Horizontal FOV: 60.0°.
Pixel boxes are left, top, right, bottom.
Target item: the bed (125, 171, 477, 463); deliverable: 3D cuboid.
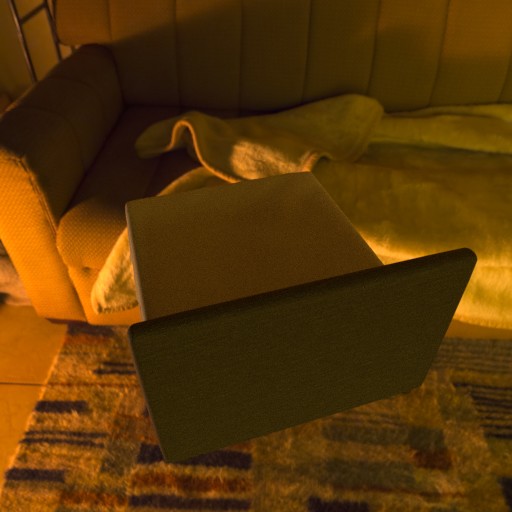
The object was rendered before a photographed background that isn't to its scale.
[{"bbox_3d":[0.000,0.000,3.288,1.884,1.330,2.142,-12,43,-13],"label":"bed"}]
